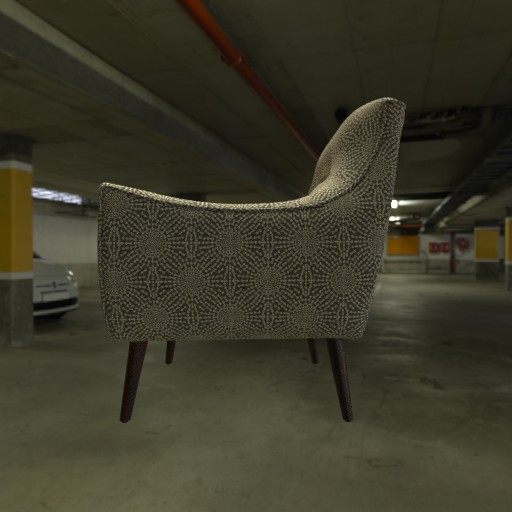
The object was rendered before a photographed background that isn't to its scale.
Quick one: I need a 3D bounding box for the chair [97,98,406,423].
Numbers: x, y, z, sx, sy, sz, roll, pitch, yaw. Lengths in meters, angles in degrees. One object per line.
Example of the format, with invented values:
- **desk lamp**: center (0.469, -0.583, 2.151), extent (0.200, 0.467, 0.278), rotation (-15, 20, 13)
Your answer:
- **chair**: center (0.000, 0.000, 1.419), extent (0.787, 0.838, 0.762), rotation (0, 0, -1)
